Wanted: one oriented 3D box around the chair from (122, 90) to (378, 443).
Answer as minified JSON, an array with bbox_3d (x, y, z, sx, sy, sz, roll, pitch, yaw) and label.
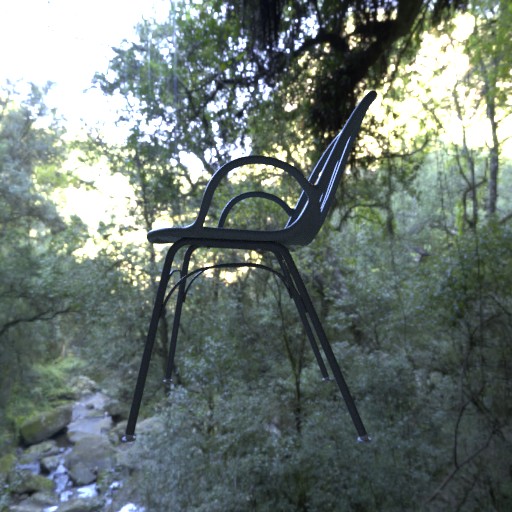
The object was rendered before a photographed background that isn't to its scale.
[{"bbox_3d":[0.000,0.000,1.215,0.597,0.816,0.549,0,0,-1],"label":"chair"}]
